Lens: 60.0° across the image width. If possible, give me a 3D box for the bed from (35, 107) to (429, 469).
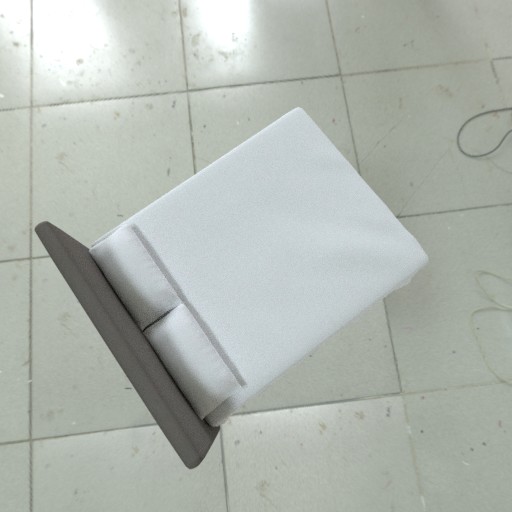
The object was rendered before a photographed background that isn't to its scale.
[{"bbox_3d":[0.000,0.000,3.224,2.142,1.330,1.723,-35,79,-8],"label":"bed"}]
